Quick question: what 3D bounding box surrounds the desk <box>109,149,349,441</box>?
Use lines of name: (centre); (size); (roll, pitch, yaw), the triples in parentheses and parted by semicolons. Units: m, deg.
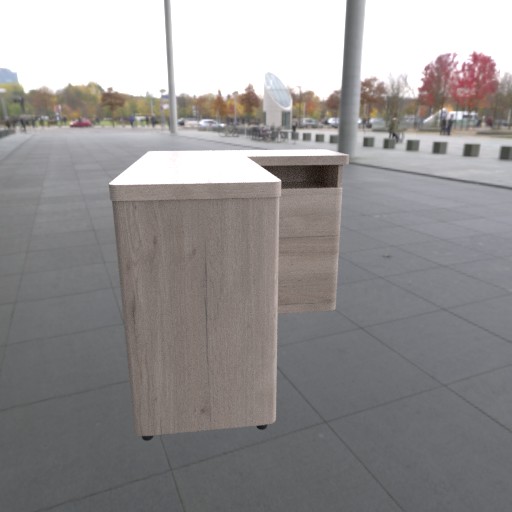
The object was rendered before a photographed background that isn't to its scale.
desk: (0.000, 0.000, 1.804); (0.900, 0.760, 1.169); (-2, 17, -8)
